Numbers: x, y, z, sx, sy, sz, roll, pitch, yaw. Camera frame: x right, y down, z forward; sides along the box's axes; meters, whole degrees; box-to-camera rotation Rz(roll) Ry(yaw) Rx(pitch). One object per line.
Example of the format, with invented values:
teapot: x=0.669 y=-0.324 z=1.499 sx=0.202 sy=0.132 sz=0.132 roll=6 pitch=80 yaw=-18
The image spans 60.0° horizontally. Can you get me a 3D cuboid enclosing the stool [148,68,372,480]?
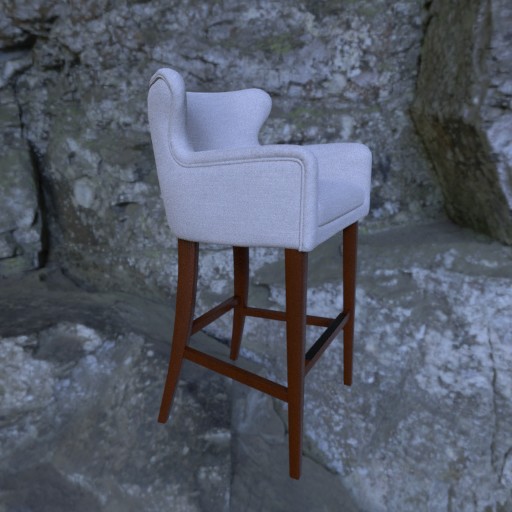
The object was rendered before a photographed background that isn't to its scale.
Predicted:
stool: x=0.000 y=0.000 z=1.370 sx=0.563 sy=1.034 sz=0.556 roll=7 pitch=17 yaw=26
